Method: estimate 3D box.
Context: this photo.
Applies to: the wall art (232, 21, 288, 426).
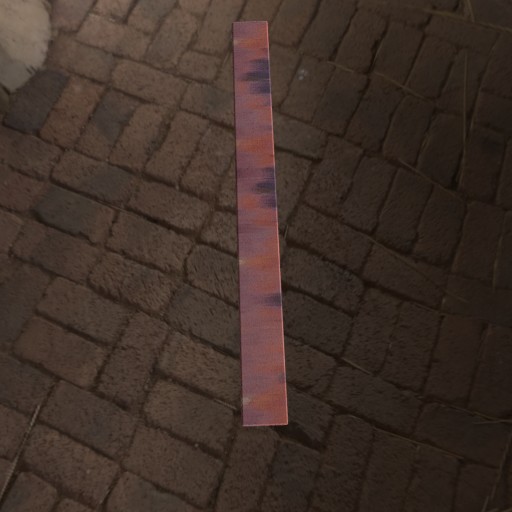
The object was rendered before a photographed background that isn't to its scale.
[{"bbox_3d":[0.000,0.000,0.611,0.038,0.406,0.403,-2,74,-1],"label":"wall art"}]
